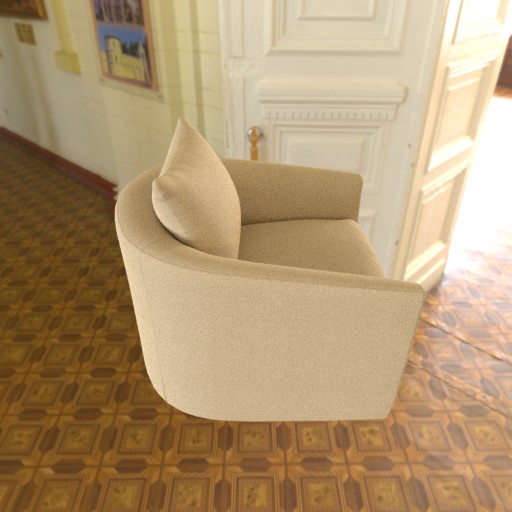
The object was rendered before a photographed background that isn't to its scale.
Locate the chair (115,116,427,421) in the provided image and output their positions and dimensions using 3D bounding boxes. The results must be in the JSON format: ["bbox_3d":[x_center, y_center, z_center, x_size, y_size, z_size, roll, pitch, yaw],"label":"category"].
[{"bbox_3d":[0.000,0.000,1.598,0.910,0.848,0.845,-1,33,-1],"label":"chair"}]
